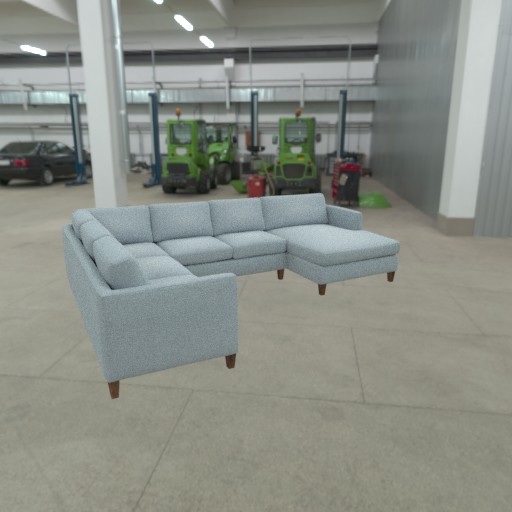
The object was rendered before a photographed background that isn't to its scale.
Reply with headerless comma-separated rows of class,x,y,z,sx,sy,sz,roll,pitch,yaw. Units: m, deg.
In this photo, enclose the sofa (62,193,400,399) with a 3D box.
sofa,0.000,0.000,4.475,3.403,0.889,2.551,-8,17,-27
